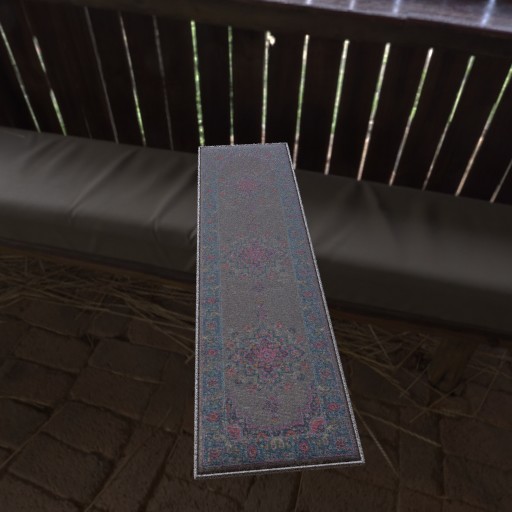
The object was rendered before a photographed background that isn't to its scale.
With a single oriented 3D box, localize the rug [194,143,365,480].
[{"bbox_3d":[0.000,0.000,2.481,0.659,0.019,2.297,-3,46,-3],"label":"rug"}]
